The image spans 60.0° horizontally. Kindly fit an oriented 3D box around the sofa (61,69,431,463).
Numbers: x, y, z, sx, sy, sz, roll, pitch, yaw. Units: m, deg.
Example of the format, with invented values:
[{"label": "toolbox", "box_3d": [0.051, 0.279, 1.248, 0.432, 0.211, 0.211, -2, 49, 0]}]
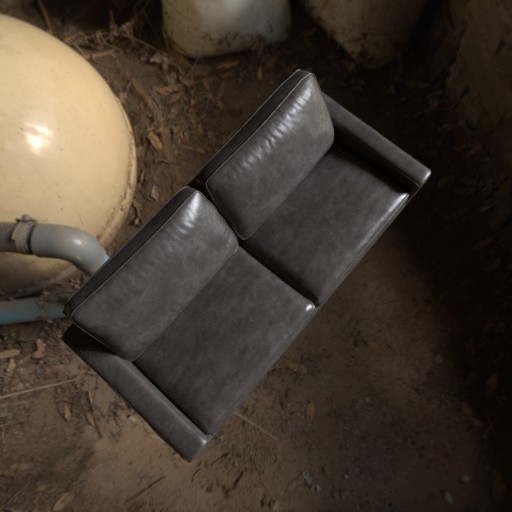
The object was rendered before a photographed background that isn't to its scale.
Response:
[{"label": "sofa", "box_3d": [0.000, 0.000, 2.537, 0.939, 0.916, 2.081, 40, 78, 10]}]
